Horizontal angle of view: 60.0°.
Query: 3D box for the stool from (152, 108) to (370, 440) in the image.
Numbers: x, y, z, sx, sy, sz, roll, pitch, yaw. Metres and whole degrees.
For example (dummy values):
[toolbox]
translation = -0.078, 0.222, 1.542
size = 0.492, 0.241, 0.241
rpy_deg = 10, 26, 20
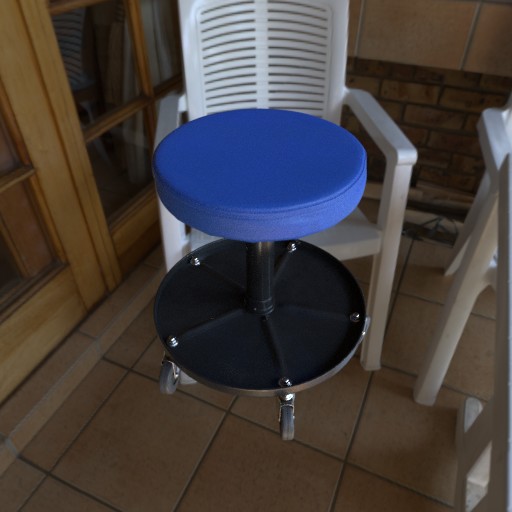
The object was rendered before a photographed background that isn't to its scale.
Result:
[stool]
translation = 0.000, 0.000, 0.683
size = 0.382, 0.365, 0.381
rpy_deg = 12, 42, 14
